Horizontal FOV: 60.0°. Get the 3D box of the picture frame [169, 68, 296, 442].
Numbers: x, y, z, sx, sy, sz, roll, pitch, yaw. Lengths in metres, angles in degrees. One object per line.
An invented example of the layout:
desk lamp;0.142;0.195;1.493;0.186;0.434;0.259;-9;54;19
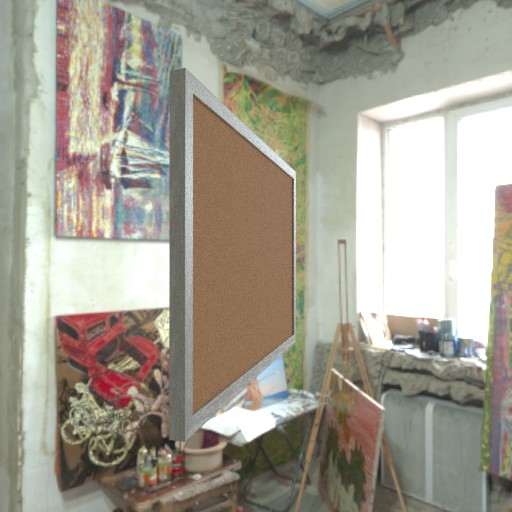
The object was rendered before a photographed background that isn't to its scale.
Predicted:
picture frame;0.000;0.000;1.218;0.029;0.640;0.950;0;0;17
